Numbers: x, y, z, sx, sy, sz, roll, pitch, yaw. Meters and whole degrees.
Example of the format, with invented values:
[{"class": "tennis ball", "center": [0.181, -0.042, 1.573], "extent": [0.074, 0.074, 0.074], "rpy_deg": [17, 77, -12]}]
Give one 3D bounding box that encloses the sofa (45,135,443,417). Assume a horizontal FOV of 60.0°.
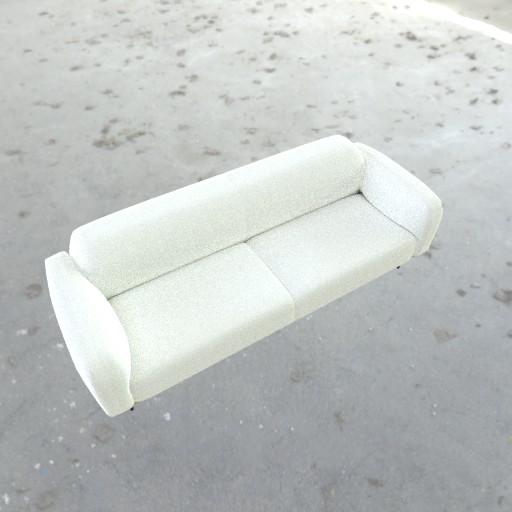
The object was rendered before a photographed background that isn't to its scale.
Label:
[{"class": "sofa", "center": [0.000, 0.000, 2.681], "extent": [2.280, 0.780, 0.870], "rpy_deg": [-24, 51, -21]}]
